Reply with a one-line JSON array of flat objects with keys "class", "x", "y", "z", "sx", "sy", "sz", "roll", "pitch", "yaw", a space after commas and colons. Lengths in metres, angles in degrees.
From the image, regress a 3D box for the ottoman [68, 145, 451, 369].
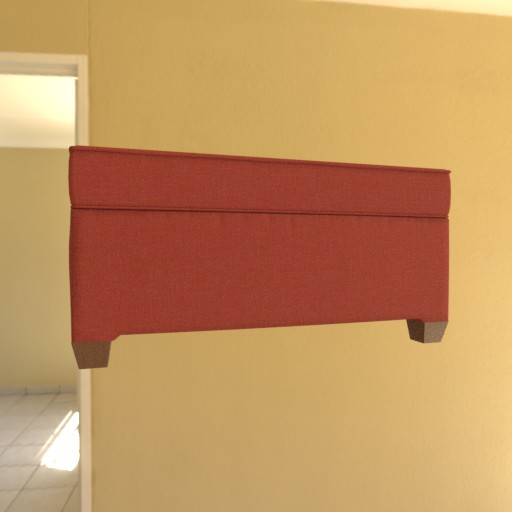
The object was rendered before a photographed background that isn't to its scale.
[{"class": "ottoman", "x": 0.000, "y": 0.000, "z": 1.234, "sx": 0.948, "sy": 0.454, "sz": 0.497, "roll": 0, "pitch": 1, "yaw": -17}]
